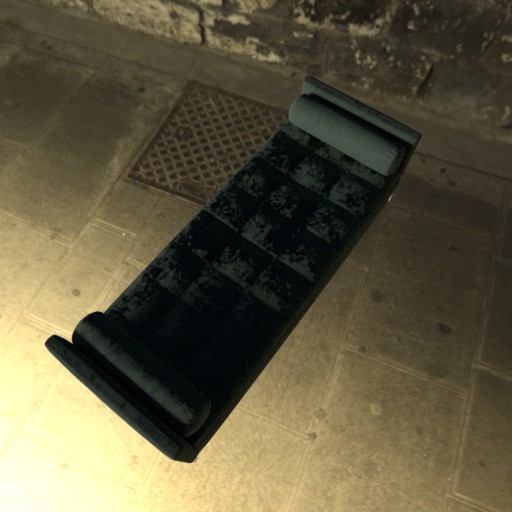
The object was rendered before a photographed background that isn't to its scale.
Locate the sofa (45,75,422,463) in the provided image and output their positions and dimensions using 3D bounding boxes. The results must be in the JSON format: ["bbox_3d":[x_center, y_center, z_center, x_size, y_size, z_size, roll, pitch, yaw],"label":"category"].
[{"bbox_3d":[0.000,0.000,2.488,0.797,0.657,2.102,34,68,16],"label":"sofa"}]
